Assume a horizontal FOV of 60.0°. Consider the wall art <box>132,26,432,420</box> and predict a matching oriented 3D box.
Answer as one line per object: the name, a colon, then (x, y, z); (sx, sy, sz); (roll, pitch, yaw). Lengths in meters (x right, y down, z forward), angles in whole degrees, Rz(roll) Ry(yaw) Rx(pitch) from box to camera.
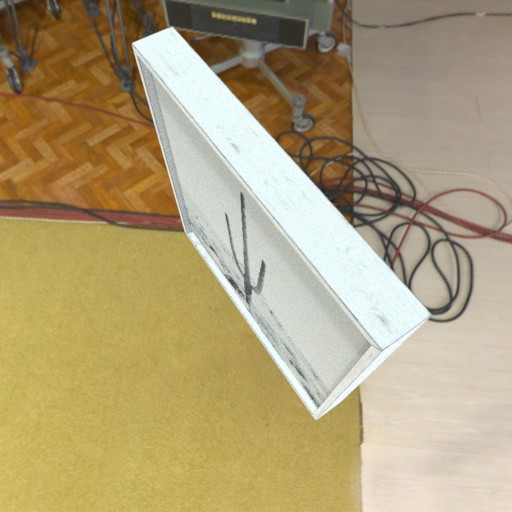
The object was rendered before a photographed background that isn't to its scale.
wall art: (0.000, 0.000, 0.442); (0.038, 0.305, 0.305); (-31, 67, -15)
